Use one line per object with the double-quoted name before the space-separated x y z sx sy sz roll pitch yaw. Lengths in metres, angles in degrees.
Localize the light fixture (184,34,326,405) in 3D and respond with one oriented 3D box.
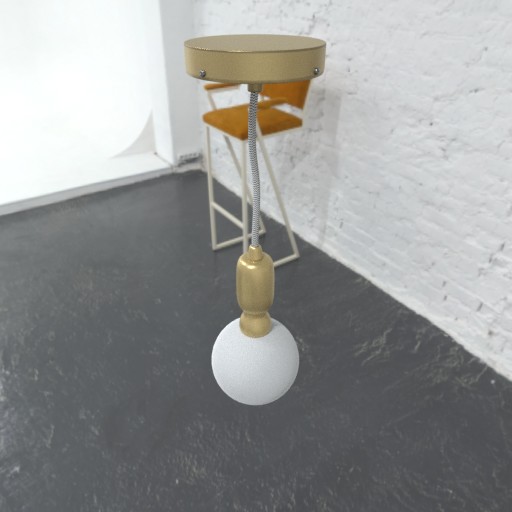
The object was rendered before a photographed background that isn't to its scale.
"light fixture" 0.000 0.000 0.582 0.146 0.510 0.147 20 37 29
